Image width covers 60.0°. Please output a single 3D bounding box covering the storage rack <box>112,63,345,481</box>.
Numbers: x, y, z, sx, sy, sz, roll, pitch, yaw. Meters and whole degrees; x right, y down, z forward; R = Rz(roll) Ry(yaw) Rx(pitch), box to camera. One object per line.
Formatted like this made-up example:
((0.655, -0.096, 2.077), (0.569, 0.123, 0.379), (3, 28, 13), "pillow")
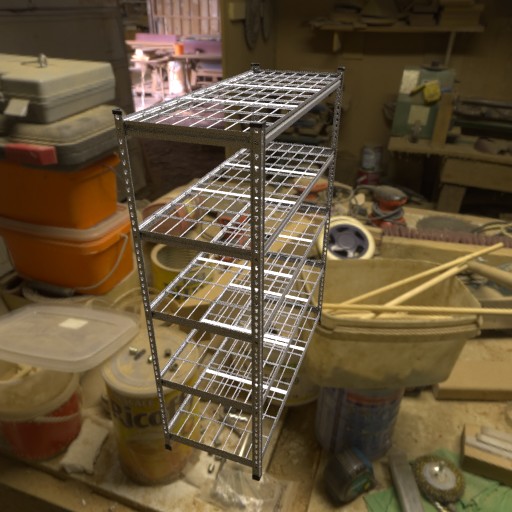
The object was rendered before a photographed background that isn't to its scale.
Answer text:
((0.000, 0.000, 2.701), (0.610, 1.981, 1.524), (11, 32, 18), "storage rack")
